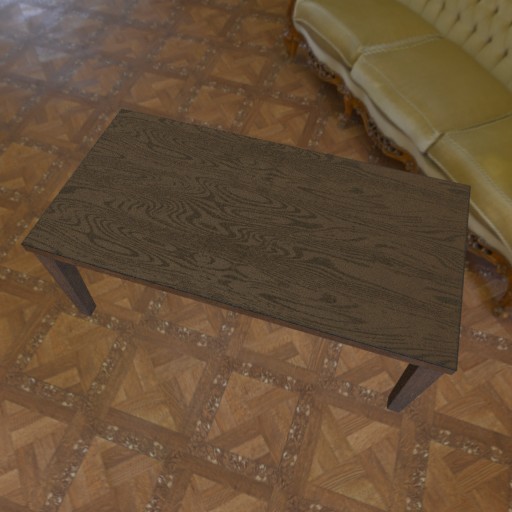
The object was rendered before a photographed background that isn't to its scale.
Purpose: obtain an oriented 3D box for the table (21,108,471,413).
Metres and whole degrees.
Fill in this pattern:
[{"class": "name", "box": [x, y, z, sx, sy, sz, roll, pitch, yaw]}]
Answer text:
[{"class": "table", "box": [0.000, 0.000, 2.482, 1.981, 0.762, 1.016, 15, 58, 10]}]
